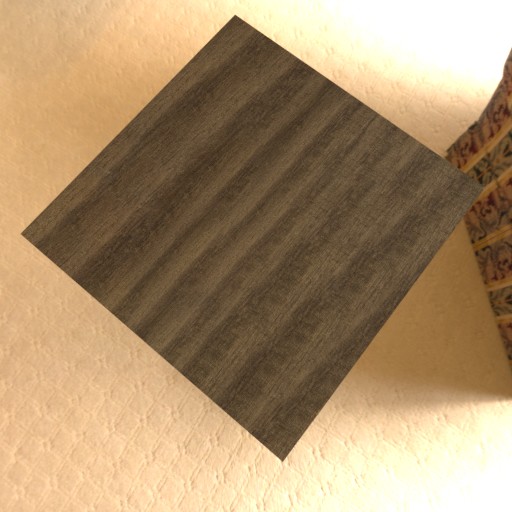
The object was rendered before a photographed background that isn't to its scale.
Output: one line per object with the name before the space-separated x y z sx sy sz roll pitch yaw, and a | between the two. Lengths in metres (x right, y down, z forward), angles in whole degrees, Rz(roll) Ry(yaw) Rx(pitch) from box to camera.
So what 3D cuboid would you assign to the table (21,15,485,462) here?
table | 0.000 0.000 0.962 0.504 0.587 0.506 38 79 9
